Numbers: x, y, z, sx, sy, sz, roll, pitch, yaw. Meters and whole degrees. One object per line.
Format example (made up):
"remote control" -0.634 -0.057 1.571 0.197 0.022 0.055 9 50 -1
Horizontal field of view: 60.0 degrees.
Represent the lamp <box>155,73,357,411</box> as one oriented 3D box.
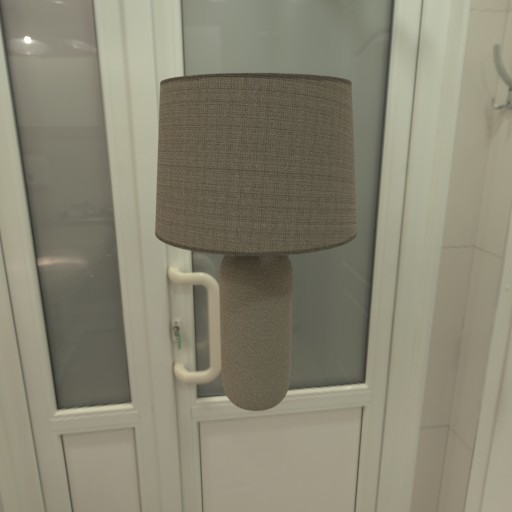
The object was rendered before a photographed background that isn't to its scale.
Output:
"lamp" 0.000 0.000 0.838 0.367 0.609 0.367 0 16 0
